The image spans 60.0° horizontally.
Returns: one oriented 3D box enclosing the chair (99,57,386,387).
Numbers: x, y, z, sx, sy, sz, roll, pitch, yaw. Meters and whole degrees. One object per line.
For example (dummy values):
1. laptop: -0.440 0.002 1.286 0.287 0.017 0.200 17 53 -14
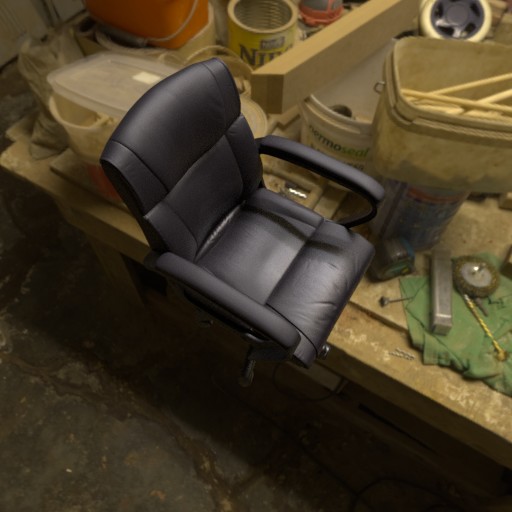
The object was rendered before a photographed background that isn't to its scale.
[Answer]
1. chair: 0.000 0.000 1.398 0.641 0.998 0.576 28 62 16
